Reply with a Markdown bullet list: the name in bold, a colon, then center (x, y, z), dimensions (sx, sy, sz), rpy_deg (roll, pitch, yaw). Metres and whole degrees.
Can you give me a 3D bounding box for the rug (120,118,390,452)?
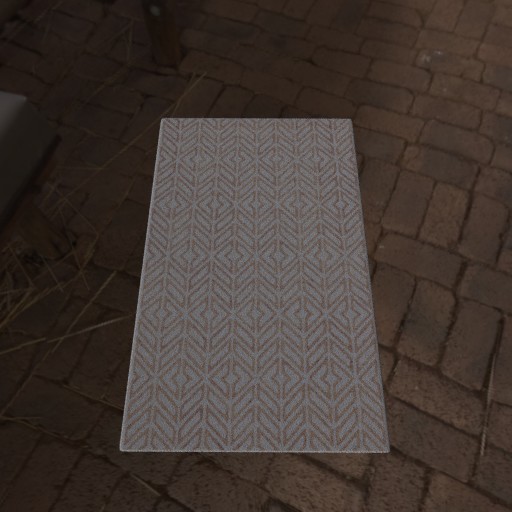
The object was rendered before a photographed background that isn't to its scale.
- **rug**: center (0.000, 0.000, 3.015), dimensions (1.523, 0.008, 2.438), rpy_deg (0, 64, 0)
